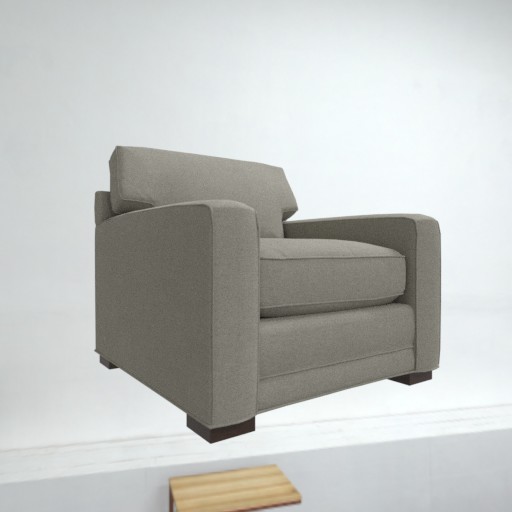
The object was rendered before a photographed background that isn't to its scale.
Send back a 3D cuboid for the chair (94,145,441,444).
[{"bbox_3d":[0.000,0.000,1.788,0.999,0.934,1.044,-1,1,-35],"label":"chair"}]
